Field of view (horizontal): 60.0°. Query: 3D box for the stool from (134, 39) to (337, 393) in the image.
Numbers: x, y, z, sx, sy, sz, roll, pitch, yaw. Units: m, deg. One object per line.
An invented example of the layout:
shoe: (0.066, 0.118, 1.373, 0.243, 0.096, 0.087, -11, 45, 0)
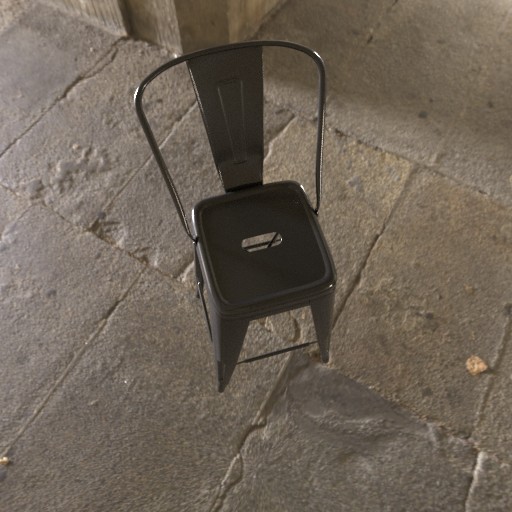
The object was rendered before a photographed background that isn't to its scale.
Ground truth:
stool: (0.000, 0.000, 1.287, 0.432, 1.022, 0.528, -14, 65, -7)
